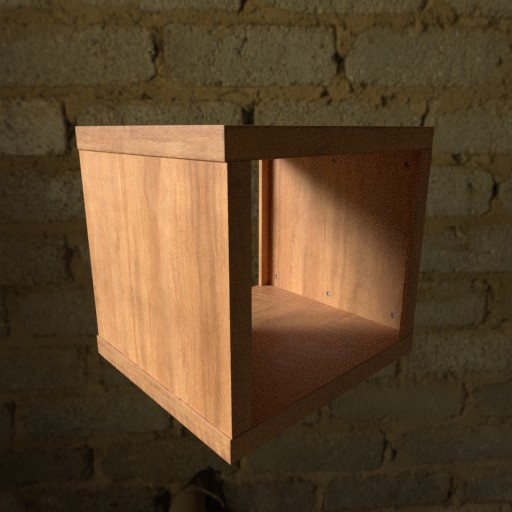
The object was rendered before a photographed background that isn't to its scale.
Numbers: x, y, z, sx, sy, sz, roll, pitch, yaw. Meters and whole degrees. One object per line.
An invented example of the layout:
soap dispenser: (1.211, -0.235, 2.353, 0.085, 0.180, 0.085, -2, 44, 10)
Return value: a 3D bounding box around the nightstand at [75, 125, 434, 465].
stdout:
nightstand: (0.000, 0.000, 0.873, 0.493, 0.491, 0.436, -14, 21, -40)
